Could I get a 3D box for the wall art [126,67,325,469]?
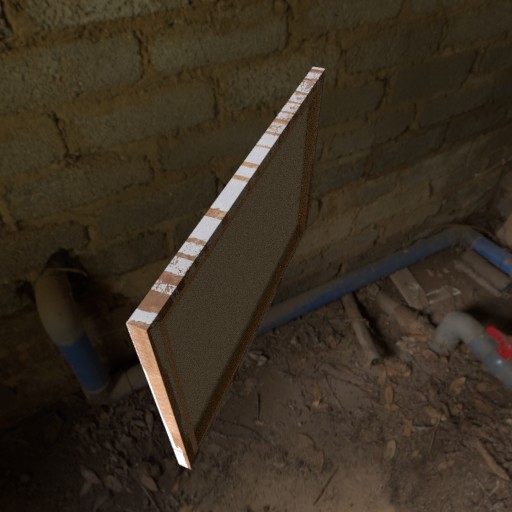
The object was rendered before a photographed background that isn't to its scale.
[{"bbox_3d":[0.000,0.000,1.151,0.035,0.609,0.914,17,49,15],"label":"wall art"}]
